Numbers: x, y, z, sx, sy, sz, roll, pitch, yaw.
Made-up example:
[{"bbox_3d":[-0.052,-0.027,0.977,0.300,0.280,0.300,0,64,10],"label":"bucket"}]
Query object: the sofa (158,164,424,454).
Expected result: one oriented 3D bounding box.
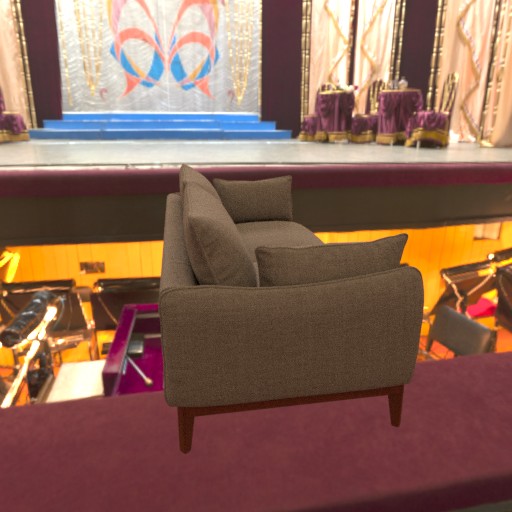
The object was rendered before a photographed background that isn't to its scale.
[{"bbox_3d":[0.000,0.000,2.418,0.972,0.851,1.989,-3,18,-10],"label":"sofa"}]
